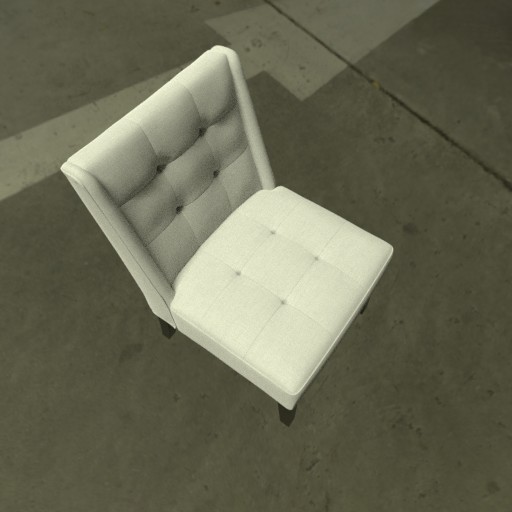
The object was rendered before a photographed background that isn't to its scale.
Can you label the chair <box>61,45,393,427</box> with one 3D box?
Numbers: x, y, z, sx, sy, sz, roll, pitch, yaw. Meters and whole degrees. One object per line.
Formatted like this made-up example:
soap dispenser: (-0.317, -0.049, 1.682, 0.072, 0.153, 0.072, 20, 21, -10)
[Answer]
chair: (0.000, 0.000, 1.326, 0.676, 0.853, 0.569, 32, 63, 18)
